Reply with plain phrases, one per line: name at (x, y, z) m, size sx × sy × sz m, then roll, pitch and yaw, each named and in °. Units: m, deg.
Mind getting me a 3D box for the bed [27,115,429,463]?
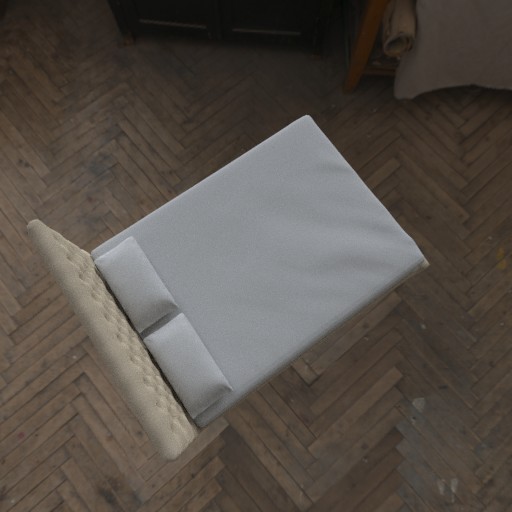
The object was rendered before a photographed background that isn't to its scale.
bed at (0.000, 0.000, 3.428) m, size 2.387 × 1.427 × 1.698 m, roll -34°, pitch 78°, yaw -8°
